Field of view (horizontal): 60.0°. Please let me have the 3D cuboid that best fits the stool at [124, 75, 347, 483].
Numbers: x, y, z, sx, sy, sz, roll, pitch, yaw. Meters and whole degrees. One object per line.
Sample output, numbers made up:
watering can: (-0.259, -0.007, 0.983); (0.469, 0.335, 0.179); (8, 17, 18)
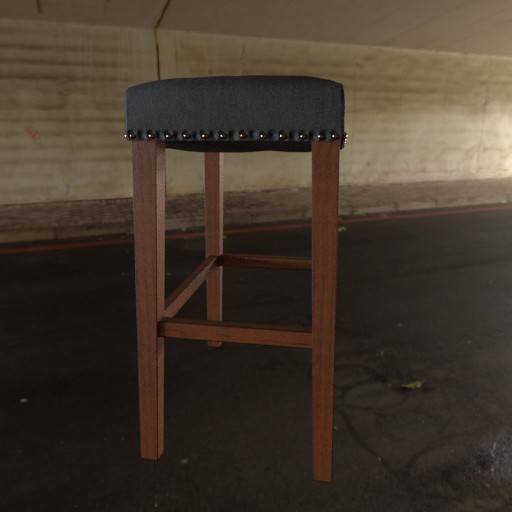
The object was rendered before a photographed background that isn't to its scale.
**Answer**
stool: (0.000, 0.000, 0.851); (0.320, 0.612, 0.439); (3, 16, 9)
